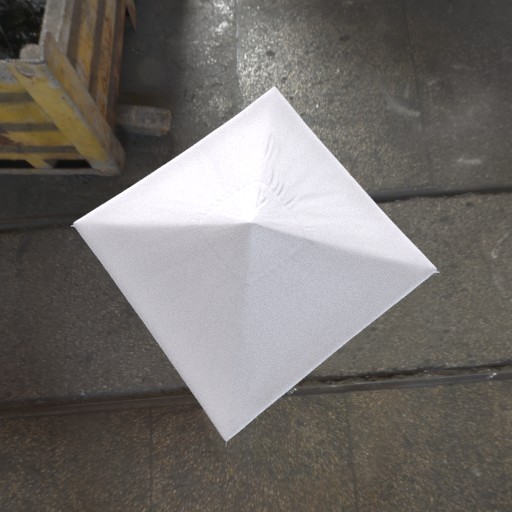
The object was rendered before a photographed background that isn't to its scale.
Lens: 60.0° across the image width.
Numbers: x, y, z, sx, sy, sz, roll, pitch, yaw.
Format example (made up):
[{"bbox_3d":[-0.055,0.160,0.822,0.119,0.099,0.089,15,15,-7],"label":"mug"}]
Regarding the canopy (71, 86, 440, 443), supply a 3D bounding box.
[{"bbox_3d":[0.000,0.000,5.598,3.121,2.997,3.043,-37,79,-9],"label":"canopy"}]
